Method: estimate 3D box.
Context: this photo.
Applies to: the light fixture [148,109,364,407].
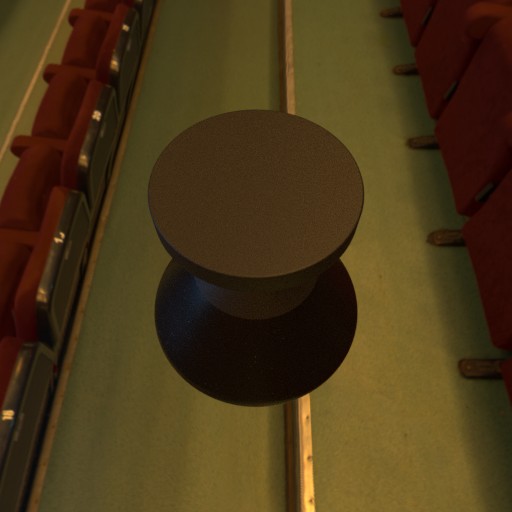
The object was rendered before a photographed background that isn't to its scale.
[{"bbox_3d":[0.000,0.000,0.363,0.200,0.183,0.200,0,59,0],"label":"light fixture"}]
